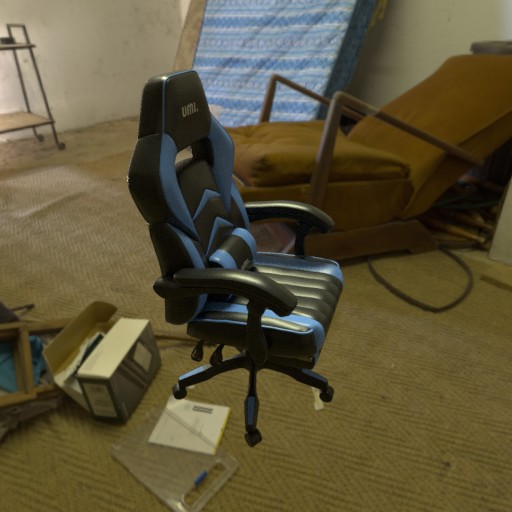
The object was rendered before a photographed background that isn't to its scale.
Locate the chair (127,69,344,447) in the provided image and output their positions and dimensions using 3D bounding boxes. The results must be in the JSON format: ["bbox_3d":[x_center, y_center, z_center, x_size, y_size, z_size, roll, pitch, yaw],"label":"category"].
[{"bbox_3d":[0.000,0.000,1.685,0.700,1.280,0.700,10,31,17],"label":"chair"}]
